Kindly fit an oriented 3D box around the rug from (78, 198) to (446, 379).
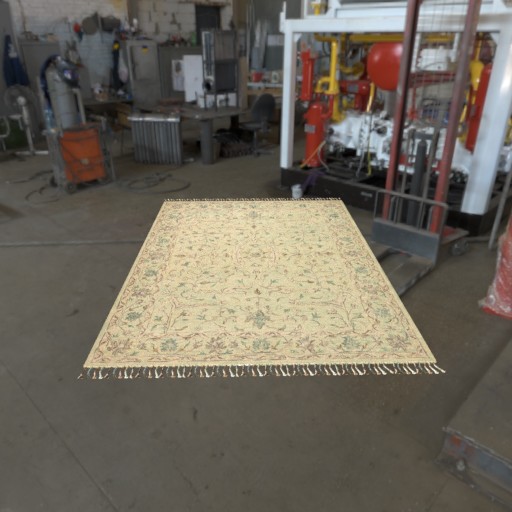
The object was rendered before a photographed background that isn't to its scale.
[{"bbox_3d":[0.000,0.000,2.280,1.247,0.008,1.802,-1,26,-1],"label":"rug"}]
